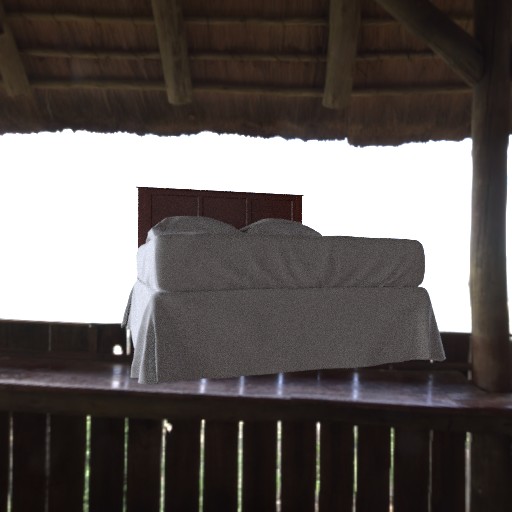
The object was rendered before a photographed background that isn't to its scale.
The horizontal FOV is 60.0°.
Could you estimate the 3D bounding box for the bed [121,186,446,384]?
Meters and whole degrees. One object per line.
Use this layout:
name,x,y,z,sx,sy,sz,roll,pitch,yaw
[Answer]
bed,0.000,0.000,3.265,1.870,1.270,2.050,0,-1,-18
